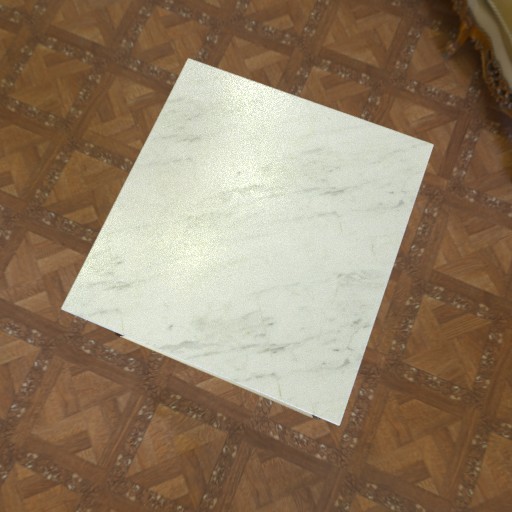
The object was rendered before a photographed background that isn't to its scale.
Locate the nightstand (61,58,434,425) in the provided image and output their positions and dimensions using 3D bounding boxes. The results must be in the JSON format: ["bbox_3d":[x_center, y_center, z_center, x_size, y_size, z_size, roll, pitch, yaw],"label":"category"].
[{"bbox_3d":[0.000,0.000,0.888,0.514,0.426,0.513,21,77,5],"label":"nightstand"}]
